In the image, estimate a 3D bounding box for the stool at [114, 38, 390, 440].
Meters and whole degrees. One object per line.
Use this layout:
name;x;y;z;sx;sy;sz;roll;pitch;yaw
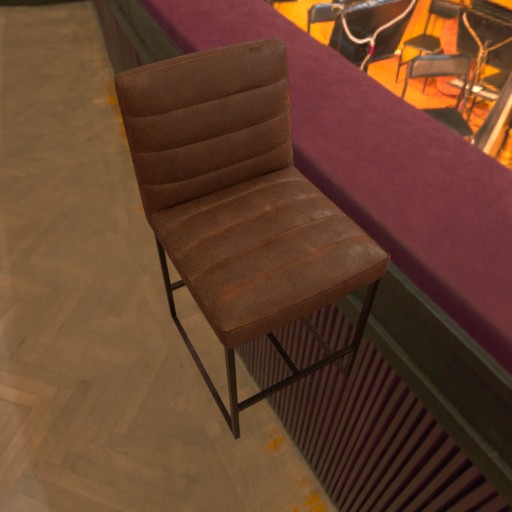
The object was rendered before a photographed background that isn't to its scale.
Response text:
stool;0.000;0.000;1.243;0.463;0.942;0.562;-22;51;-19
